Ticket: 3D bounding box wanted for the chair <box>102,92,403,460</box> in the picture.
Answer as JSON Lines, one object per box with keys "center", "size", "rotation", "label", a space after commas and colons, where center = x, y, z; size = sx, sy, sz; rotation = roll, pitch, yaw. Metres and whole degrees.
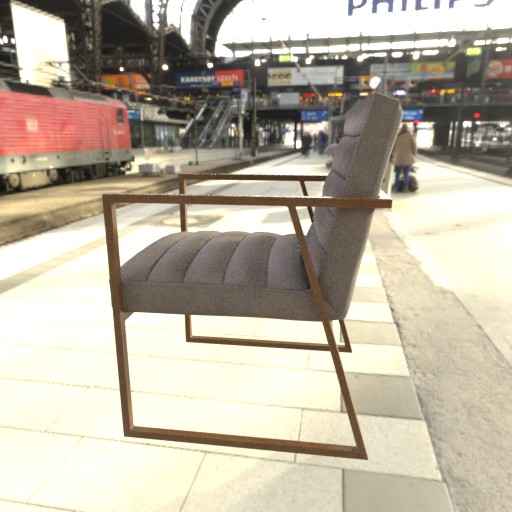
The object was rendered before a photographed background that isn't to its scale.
{"center": [0.000, 0.000, 1.276], "size": [0.682, 0.843, 0.578], "rotation": [2, 15, 8], "label": "chair"}
